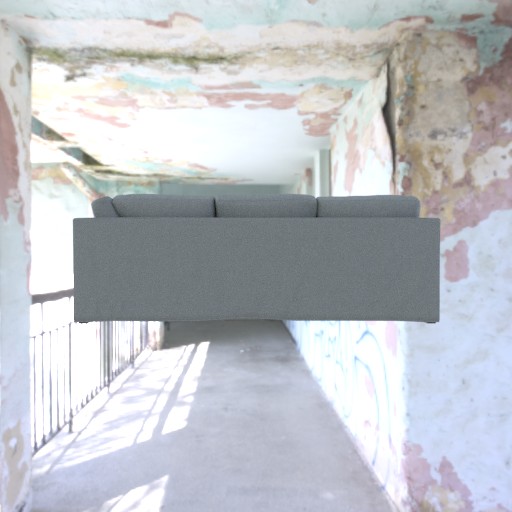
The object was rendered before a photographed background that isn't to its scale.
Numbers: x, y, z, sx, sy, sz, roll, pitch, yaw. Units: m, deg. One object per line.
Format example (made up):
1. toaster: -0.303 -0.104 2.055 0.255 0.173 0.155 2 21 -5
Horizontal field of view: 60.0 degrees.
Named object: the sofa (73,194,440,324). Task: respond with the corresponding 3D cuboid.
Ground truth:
1. sofa: 0.000 0.000 4.618 2.427 0.882 3.460 0 0 0
